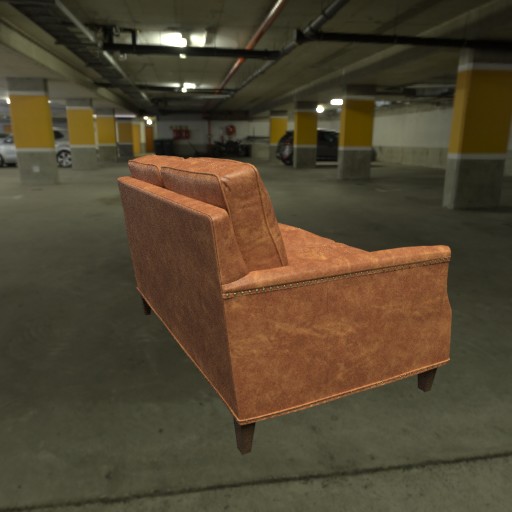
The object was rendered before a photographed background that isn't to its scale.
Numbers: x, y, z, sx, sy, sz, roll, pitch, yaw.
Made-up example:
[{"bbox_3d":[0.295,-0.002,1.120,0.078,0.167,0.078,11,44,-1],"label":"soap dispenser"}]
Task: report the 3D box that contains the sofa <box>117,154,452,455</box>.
[{"bbox_3d":[0.000,0.000,2.252,1.084,1.003,1.597,-7,16,-26],"label":"sofa"}]
